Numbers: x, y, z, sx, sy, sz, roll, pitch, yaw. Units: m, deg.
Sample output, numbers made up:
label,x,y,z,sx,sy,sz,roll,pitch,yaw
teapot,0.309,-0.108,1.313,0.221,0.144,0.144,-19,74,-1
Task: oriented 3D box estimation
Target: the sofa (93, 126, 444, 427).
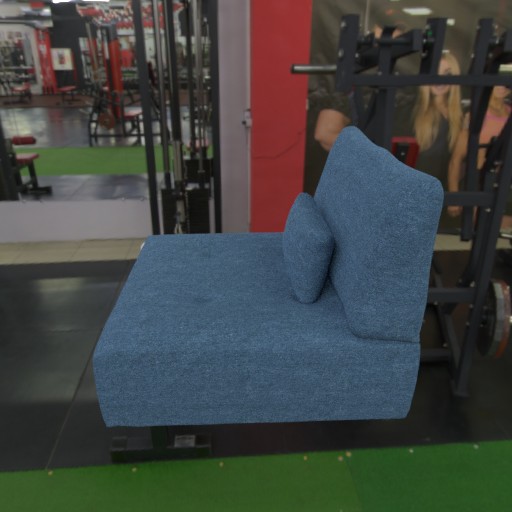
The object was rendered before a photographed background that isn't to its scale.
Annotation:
label,x,y,z,sx,sy,sz,roll,pitch,yaw
sofa,0.000,0.000,1.678,1.000,0.820,0.930,-1,25,-2
